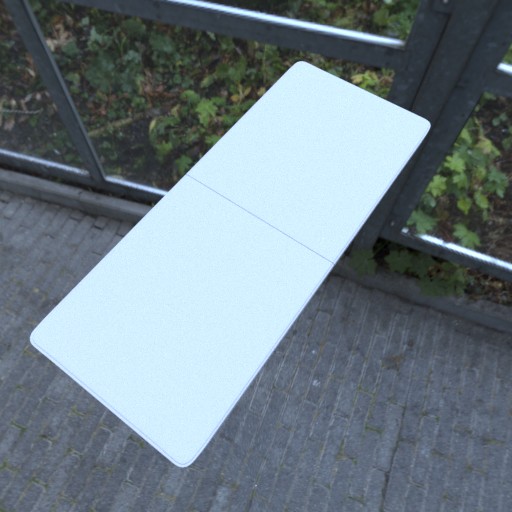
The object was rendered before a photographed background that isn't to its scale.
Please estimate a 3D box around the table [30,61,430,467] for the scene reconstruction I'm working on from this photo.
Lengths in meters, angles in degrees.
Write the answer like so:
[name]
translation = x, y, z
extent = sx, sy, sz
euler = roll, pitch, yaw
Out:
[table]
translation = 0.000, 0.000, 2.167
extent = 0.761, 0.719, 1.829
euler = 32, 67, 16
